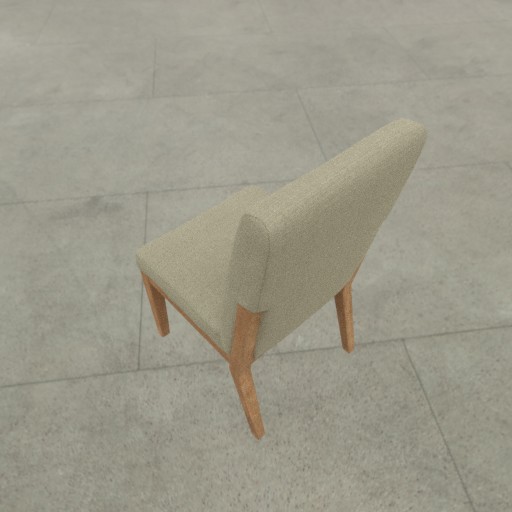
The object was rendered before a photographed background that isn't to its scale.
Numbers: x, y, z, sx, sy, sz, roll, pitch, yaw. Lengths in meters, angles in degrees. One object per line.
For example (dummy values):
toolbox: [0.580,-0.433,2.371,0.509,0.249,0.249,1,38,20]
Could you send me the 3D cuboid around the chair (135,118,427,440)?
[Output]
chair: [0.000,0.000,1.289,0.507,0.911,0.586,-34,55,-28]
